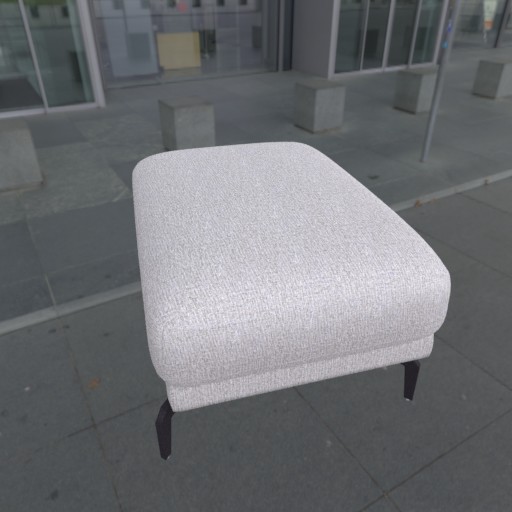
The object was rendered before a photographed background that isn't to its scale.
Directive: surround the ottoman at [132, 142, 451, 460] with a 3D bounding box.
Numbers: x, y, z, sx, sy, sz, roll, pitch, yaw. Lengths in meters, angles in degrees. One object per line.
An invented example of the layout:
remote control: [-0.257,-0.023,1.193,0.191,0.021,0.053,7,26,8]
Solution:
ottoman: [0.000,0.000,1.089,0.568,0.420,0.772,-8,33,-13]
